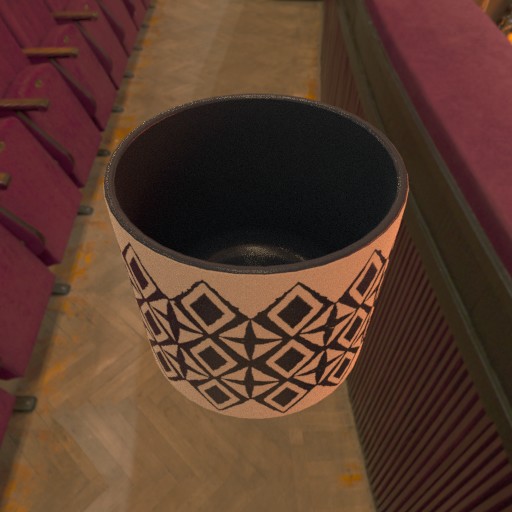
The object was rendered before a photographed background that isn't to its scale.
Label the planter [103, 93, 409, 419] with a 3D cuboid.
[{"bbox_3d":[0.000,0.000,0.286,0.159,0.144,0.159,0,46,0],"label":"planter"}]
